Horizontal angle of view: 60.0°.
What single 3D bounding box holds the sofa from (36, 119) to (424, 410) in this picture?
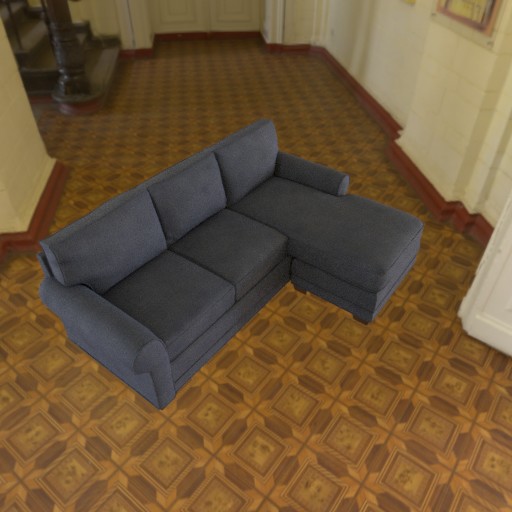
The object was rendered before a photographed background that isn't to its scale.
[{"bbox_3d":[0.000,0.000,3.350,1.780,1.063,2.567,26,46,27],"label":"sofa"}]
